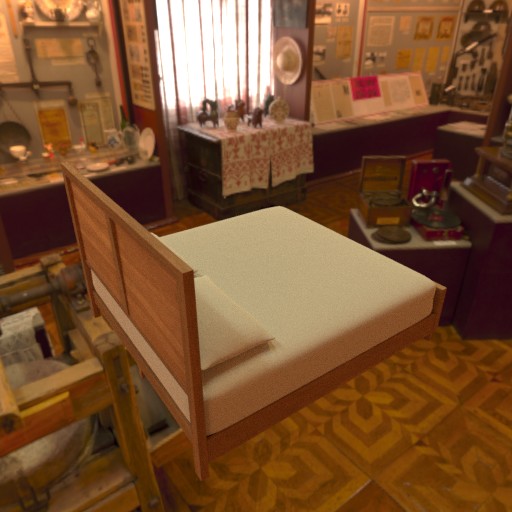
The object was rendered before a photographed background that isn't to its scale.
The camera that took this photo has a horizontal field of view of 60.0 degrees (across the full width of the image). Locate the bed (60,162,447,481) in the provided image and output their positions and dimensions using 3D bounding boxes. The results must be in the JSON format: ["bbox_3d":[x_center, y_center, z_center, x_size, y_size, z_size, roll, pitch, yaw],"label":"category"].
[{"bbox_3d":[0.000,0.000,3.493,2.184,1.387,2.003,-19,33,-31],"label":"bed"}]
